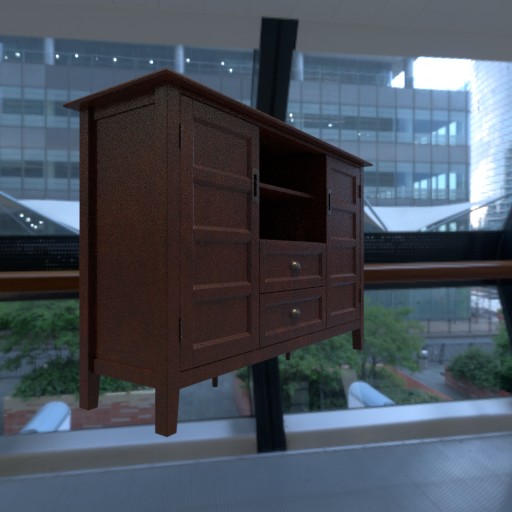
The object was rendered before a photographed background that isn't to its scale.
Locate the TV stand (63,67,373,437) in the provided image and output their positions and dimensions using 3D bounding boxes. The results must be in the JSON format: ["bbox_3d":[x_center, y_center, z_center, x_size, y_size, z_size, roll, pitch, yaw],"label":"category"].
[{"bbox_3d":[0.000,0.000,1.755,0.445,0.915,1.372,0,0,35],"label":"TV stand"}]
